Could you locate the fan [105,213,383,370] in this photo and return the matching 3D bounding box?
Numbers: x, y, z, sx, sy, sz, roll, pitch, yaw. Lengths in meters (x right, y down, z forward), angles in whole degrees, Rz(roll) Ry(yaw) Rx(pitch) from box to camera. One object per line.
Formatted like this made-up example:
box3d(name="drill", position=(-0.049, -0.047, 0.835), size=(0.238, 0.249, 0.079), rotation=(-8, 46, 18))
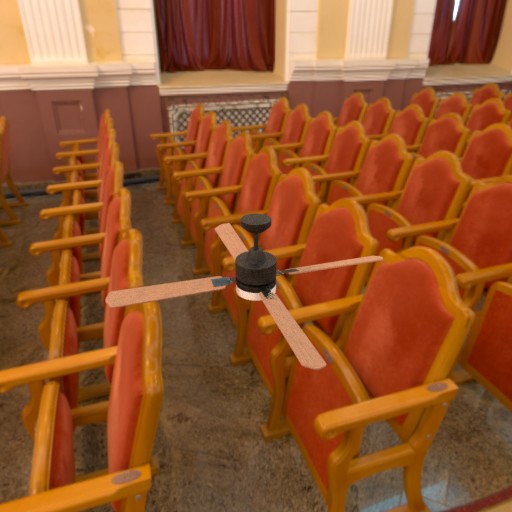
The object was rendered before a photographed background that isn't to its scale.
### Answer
box3d(name="fan", position=(0.000, 0.000, 1.985), size=(1.320, 0.355, 1.320), rotation=(-8, 27, -16))
